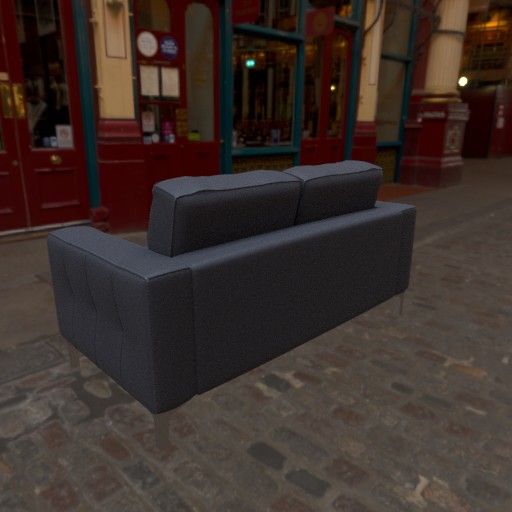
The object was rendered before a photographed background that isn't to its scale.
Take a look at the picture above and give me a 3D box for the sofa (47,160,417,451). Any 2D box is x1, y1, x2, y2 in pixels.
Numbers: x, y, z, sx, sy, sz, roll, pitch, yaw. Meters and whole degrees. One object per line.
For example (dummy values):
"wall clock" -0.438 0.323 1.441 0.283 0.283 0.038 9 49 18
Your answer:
"sofa" 0.000 0.000 2.205 1.726 0.893 0.833 -16 23 -41
